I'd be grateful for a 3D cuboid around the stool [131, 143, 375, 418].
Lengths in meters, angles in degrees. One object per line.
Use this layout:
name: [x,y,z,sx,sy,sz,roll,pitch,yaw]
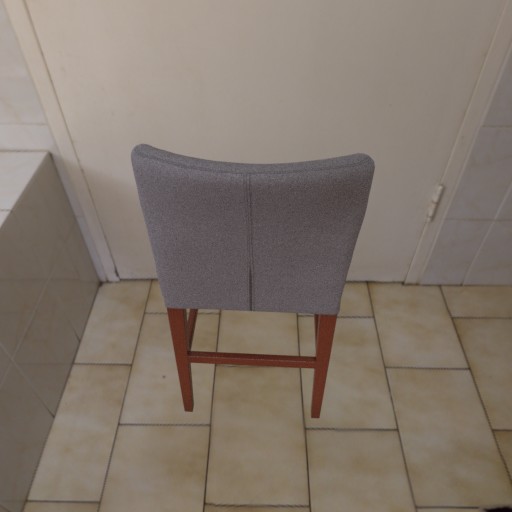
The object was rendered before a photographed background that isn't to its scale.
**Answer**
stool: [0.000,0.000,1.285,0.481,0.968,0.568,2,46,2]
